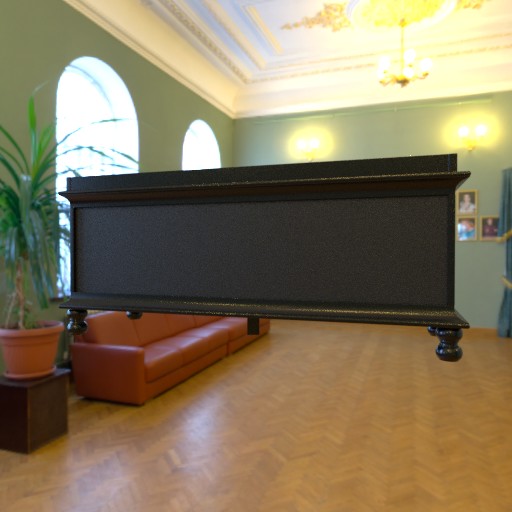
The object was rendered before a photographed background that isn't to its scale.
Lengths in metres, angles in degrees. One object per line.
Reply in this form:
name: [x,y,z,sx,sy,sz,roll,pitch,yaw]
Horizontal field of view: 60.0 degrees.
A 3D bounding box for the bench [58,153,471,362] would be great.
bench: [0.000,0.000,1.410,1.185,0.501,0.402,0,1,18]
